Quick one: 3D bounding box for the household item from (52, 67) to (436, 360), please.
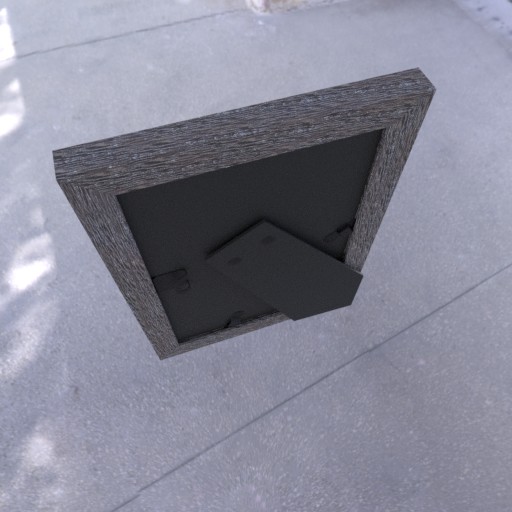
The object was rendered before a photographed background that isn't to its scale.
[{"bbox_3d":[0.000,0.000,0.270,0.160,0.210,0.020,-16,60,-10],"label":"household item"}]
